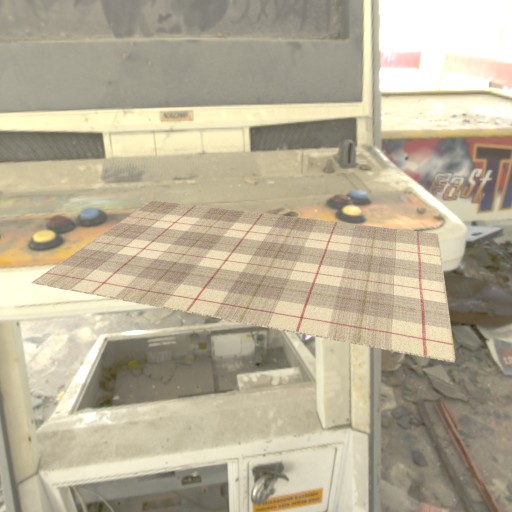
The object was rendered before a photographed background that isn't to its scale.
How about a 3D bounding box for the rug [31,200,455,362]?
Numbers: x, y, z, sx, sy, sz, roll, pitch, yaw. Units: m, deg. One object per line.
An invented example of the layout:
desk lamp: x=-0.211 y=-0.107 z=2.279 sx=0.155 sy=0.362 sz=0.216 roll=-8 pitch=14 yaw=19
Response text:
rug: x=0.000 y=0.000 z=3.080 sx=2.464 sy=0.010 sz=1.549 roll=8 pitch=28 yaw=15
